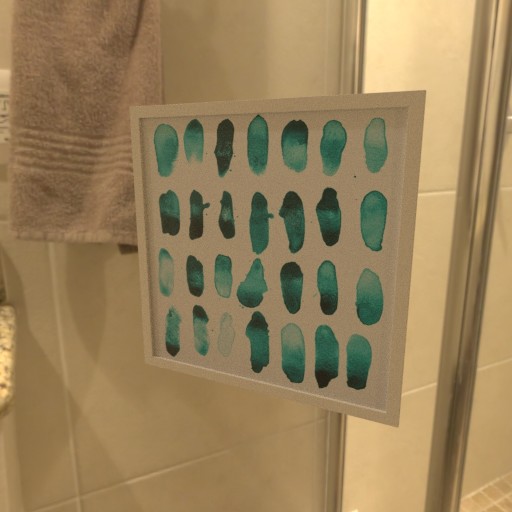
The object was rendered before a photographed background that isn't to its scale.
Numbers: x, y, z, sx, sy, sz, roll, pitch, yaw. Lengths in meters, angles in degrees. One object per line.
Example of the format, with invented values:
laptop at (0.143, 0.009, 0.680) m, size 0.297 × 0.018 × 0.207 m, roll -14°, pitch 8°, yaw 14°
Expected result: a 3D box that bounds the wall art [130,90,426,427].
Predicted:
wall art at (0.000, 0.000, 0.684) m, size 0.456 × 0.457 × 0.009 m, roll 6°, pitch 14°, yaw 25°
